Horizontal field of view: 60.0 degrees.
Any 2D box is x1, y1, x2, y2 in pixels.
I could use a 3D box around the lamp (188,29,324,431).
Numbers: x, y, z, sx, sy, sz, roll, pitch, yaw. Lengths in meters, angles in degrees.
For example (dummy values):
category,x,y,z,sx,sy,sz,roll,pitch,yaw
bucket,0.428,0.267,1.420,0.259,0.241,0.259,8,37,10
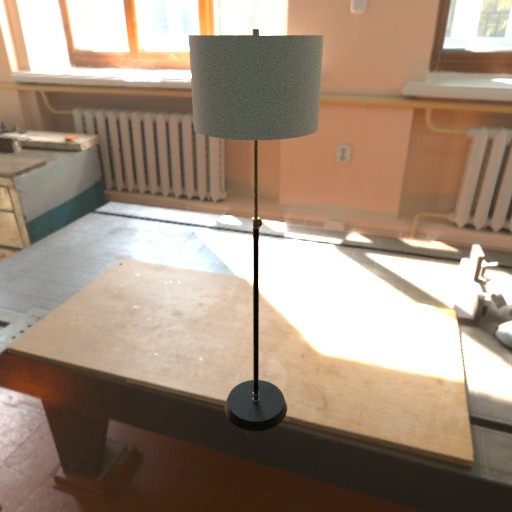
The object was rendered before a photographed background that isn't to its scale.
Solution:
category,x,y,z,sx,sy,sz,roll,pitch,yaw
lamp,0.000,0.000,1.665,0.404,1.517,0.404,-18,32,-32
